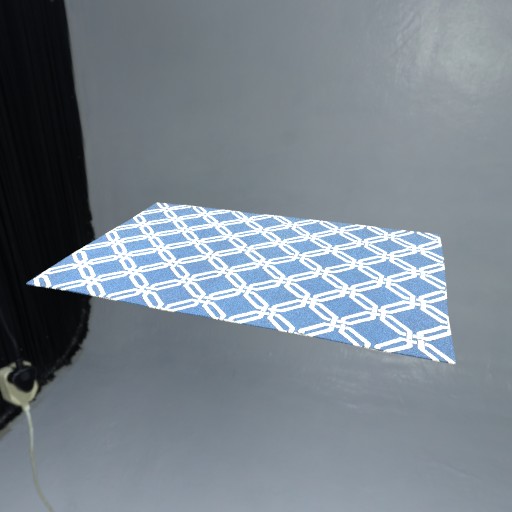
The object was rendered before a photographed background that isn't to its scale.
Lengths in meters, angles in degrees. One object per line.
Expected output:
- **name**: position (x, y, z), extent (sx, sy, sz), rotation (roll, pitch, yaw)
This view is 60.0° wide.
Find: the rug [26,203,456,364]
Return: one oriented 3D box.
- **rug**: position (0.000, 0.000, 2.180), extent (1.755, 0.010, 1.153), rotation (8, 27, 16)
